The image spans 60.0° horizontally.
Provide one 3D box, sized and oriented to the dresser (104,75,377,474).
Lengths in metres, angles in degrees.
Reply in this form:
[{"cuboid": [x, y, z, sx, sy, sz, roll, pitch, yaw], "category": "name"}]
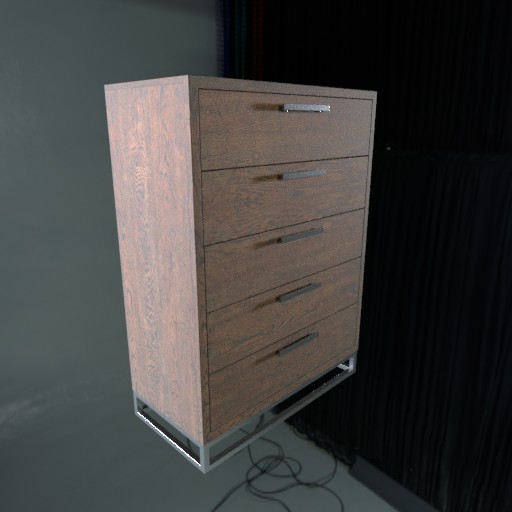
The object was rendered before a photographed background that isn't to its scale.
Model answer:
[{"cuboid": [0.000, 0.000, 1.861, 0.965, 1.321, 0.508, -16, 23, -42], "category": "dresser"}]
